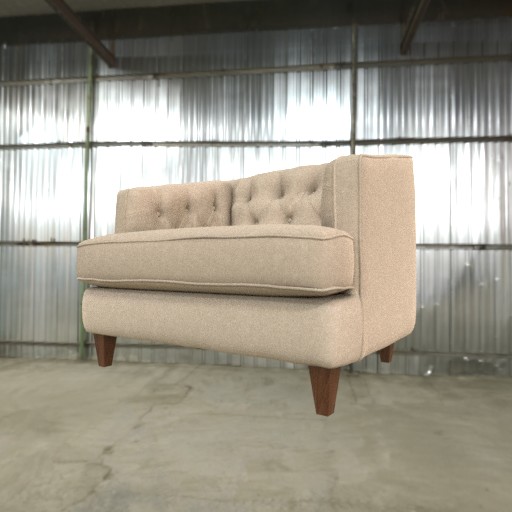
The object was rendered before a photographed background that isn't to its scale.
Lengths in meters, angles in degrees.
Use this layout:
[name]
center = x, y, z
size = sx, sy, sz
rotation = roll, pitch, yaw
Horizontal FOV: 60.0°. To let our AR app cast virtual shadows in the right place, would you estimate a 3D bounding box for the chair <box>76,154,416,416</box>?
[chair]
center = 0.000, 0.000, 1.742
size = 1.104, 0.852, 0.941
rotation = -1, -1, 36
